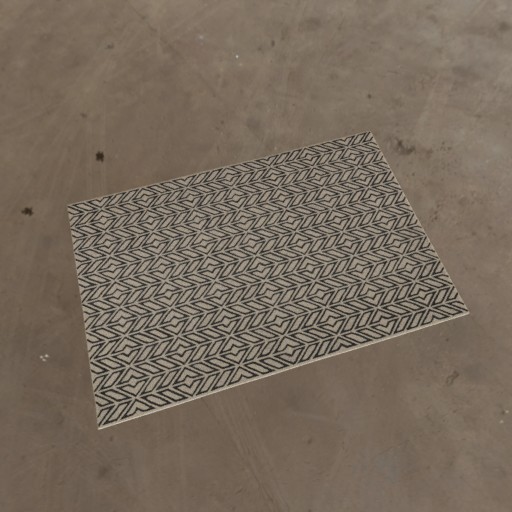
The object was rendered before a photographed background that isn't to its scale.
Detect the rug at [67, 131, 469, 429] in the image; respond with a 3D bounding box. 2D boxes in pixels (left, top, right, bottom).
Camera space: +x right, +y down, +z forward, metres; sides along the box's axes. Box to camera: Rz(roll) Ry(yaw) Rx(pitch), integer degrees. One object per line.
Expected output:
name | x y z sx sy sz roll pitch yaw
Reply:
rug | 0.000 0.000 2.324 1.828 0.007 1.220 -15 65 -7
